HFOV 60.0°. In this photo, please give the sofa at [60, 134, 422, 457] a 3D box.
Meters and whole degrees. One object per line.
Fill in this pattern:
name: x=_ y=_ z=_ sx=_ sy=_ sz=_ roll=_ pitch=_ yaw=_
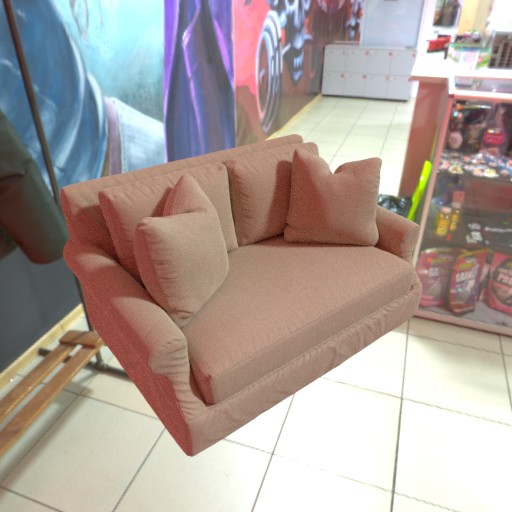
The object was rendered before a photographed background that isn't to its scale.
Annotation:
sofa: x=0.000 y=0.000 z=2.182 sx=1.550 sy=0.905 sz=1.070 roll=-22 pitch=37 yaw=-32
